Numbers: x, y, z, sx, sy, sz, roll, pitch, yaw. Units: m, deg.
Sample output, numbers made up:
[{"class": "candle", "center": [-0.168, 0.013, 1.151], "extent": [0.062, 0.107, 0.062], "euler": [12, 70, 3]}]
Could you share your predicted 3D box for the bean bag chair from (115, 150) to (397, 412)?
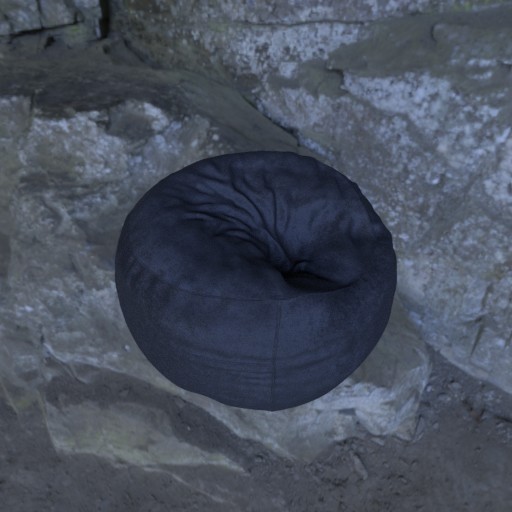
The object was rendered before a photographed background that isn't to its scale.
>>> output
[{"class": "bean bag chair", "center": [0.000, 0.000, 2.450], "extent": [1.525, 0.751, 1.525], "euler": [0, 42, 0]}]
